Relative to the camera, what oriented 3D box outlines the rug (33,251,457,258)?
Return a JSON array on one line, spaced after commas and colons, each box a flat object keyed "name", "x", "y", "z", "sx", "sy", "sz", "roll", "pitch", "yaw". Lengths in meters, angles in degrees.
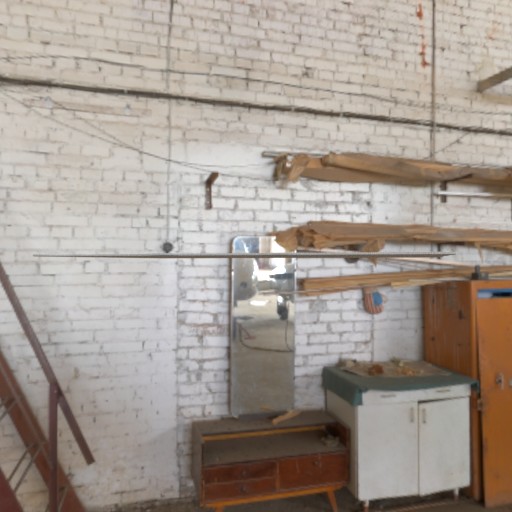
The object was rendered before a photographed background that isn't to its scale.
[{"name": "rug", "x": 0.000, "y": 0.000, "z": 3.117, "sx": 2.460, "sy": 0.016, "sz": 1.545, "roll": 0, "pitch": -1, "yaw": 19}]
